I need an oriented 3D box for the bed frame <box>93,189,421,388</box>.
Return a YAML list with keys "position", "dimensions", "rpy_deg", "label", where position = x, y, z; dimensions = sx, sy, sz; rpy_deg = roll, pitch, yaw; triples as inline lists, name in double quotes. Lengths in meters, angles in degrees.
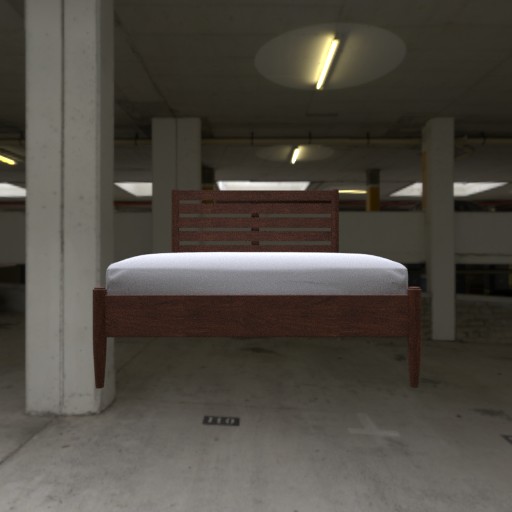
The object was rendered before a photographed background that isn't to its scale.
- position: [0.000, 0.000, 3.309]
  dimensions: [1.655, 1.321, 2.234]
  rpy_deg: [0, 0, 0]
  label: "bed frame"
